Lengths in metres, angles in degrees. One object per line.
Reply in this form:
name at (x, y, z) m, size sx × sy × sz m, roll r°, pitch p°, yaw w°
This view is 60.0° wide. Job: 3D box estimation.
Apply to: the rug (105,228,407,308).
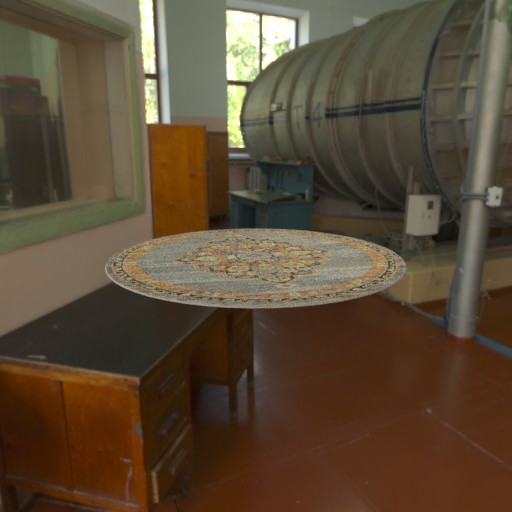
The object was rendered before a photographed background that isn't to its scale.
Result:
rug at (0.000, 0.000, 2.473) m, size 1.598 × 0.010 × 1.598 m, roll 0°, pitch 14°, yaw 0°
